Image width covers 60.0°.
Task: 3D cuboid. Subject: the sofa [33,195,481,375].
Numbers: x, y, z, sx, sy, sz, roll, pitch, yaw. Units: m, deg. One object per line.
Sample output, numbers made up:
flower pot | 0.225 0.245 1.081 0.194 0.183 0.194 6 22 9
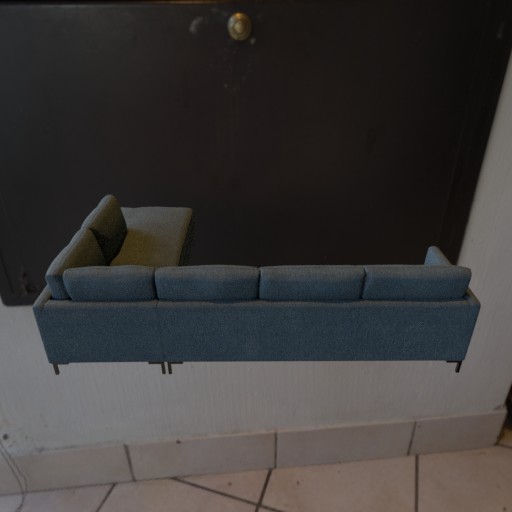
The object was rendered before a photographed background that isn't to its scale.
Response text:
sofa | 0.000 0.000 3.799 2.949 0.815 2.007 0 30 0
